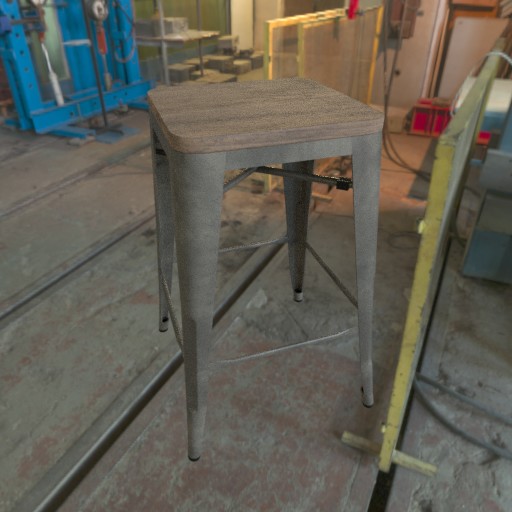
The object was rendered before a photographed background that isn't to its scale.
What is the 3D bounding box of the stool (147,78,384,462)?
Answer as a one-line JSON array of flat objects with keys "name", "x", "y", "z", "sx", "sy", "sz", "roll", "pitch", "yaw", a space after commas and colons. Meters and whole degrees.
[{"name": "stool", "x": 0.000, "y": 0.000, "z": 0.896, "sx": 0.407, "sy": 0.607, "sz": 0.407, "roll": -10, "pitch": 34, "yaw": -16}]
